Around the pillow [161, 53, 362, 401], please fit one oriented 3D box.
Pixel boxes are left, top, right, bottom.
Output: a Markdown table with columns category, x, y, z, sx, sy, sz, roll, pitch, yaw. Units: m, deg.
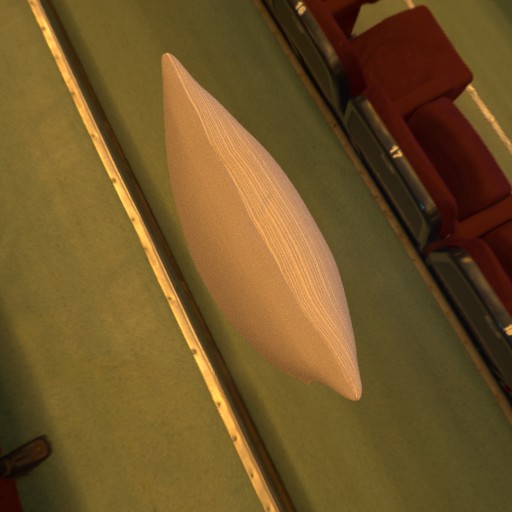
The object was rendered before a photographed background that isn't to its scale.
| category | x | y | z | sx | sy | sz | roll | pitch | yaw |
| --- | --- | --- | --- | --- | --- | --- | --- | --- | --- |
| pillow | 0.000 | 0.000 | 0.783 | 0.204 | 0.497 | 0.512 | -27 | 78 | -6 |
